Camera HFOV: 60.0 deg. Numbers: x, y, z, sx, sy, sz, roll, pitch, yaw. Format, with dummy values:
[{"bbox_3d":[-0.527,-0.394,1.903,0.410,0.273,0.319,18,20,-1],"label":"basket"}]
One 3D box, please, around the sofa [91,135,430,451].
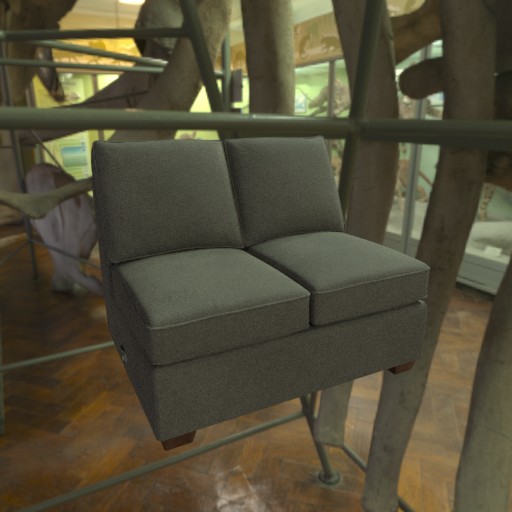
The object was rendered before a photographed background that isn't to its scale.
[{"bbox_3d":[0.000,0.000,1.994,1.237,1.008,0.951,-9,19,-26],"label":"sofa"}]
